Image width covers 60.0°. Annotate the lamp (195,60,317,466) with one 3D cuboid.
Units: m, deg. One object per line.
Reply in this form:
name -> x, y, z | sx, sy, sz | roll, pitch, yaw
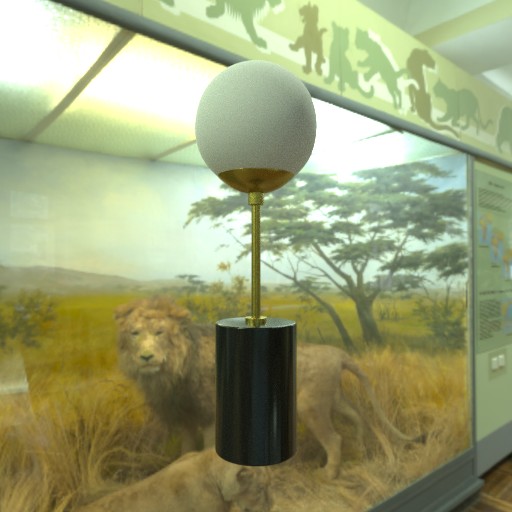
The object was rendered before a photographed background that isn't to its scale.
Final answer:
lamp -> 0.000, 0.000, 0.557 | 0.153, 0.480, 0.153 | 0, -1, 0
